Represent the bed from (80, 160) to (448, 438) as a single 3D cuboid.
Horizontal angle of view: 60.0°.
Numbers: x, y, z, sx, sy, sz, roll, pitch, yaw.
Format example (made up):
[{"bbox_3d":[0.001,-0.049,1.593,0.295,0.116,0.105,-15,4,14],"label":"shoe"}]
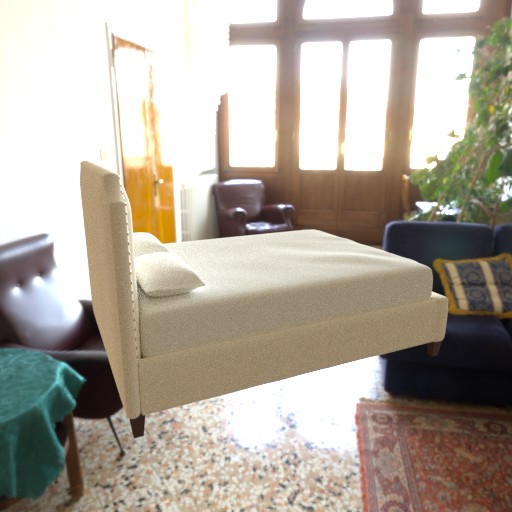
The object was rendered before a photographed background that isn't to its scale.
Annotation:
[{"bbox_3d":[0.000,0.000,3.433,2.365,1.443,1.712,-7,16,-24],"label":"bed"}]
